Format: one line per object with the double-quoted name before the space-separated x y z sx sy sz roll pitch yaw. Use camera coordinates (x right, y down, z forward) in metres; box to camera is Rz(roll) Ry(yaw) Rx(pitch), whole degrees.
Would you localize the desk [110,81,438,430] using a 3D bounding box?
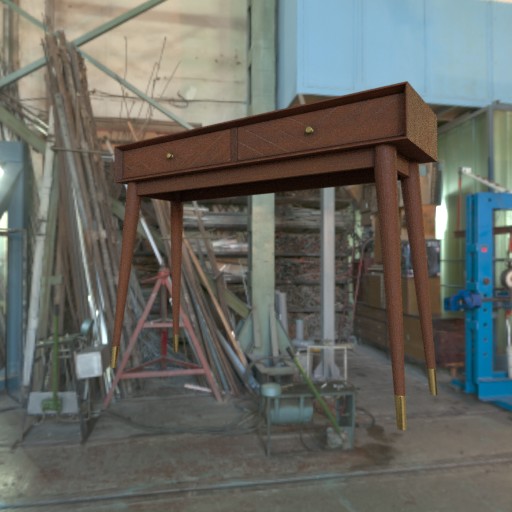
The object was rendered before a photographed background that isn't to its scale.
"desk" 0.000 0.000 1.649 1.204 0.917 0.384 0 -1 34
